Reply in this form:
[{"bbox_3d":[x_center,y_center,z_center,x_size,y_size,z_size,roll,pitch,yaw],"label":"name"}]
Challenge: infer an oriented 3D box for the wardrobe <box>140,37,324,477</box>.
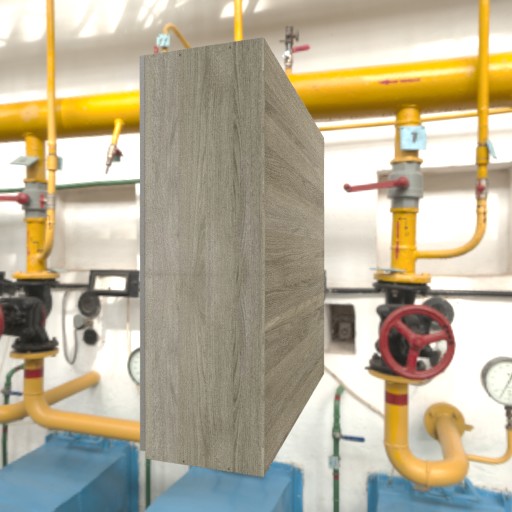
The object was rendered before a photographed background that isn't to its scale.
[{"bbox_3d":[0.000,0.000,2.910,0.629,1.960,1.780,0,0,17],"label":"wardrobe"}]
